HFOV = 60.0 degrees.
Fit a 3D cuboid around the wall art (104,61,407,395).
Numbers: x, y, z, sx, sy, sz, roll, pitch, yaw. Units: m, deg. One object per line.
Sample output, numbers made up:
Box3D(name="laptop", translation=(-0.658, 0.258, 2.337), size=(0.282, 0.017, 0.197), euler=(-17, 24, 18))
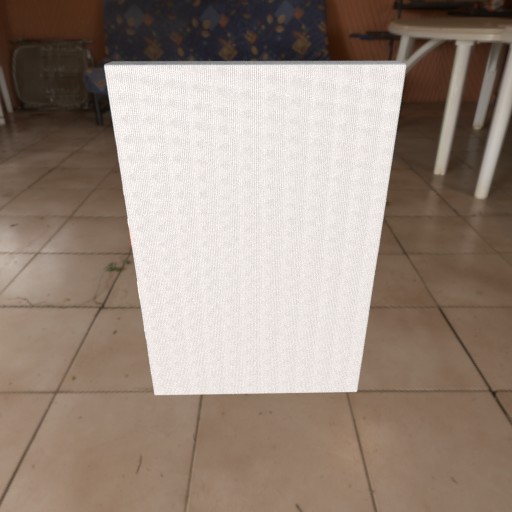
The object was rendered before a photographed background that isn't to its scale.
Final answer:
Box3D(name="wall art", translation=(0.000, 0.000, 1.133), size=(0.609, 0.911, 0.061), euler=(-1, 29, -1))
